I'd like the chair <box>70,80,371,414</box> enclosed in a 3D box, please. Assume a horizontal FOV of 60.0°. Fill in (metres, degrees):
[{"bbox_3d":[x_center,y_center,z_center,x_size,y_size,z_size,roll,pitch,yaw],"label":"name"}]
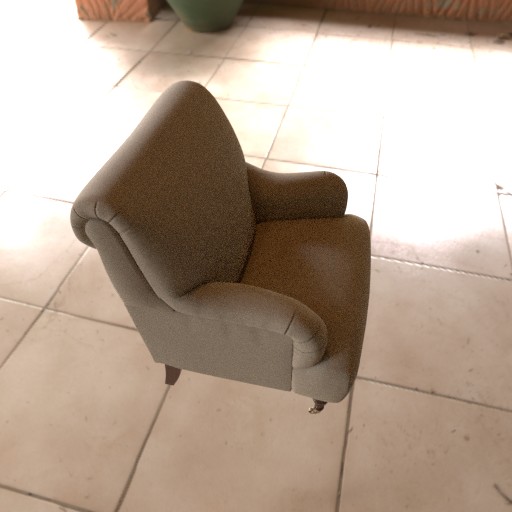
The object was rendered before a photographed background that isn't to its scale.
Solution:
[{"bbox_3d":[0.000,0.000,1.589,0.842,0.942,0.766,10,47,9],"label":"chair"}]
